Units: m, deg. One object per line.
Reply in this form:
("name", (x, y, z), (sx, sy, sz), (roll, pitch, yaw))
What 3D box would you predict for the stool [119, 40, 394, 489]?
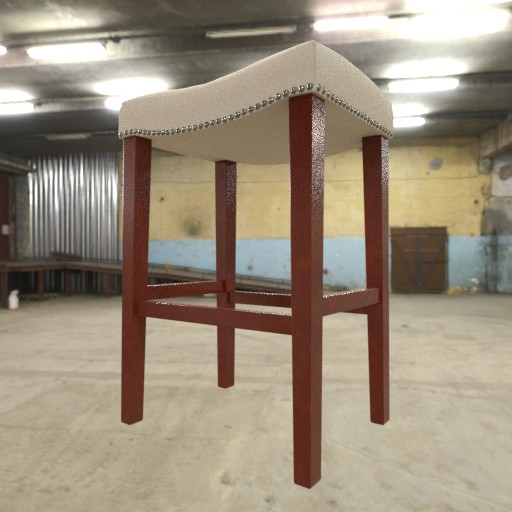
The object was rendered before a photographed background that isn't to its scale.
("stool", (0.000, 0.000, 0.989), (0.504, 0.742, 0.372), (0, 0, 36))
